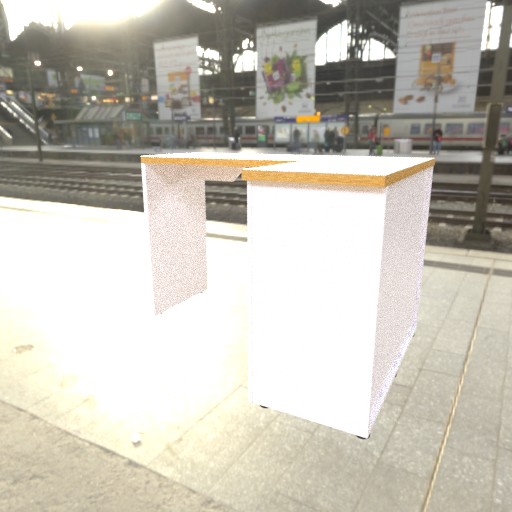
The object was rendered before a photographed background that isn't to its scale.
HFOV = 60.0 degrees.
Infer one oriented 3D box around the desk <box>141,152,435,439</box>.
[{"bbox_3d":[0.000,0.000,1.785,1.170,0.760,0.900,8,17,27],"label":"desk"}]
